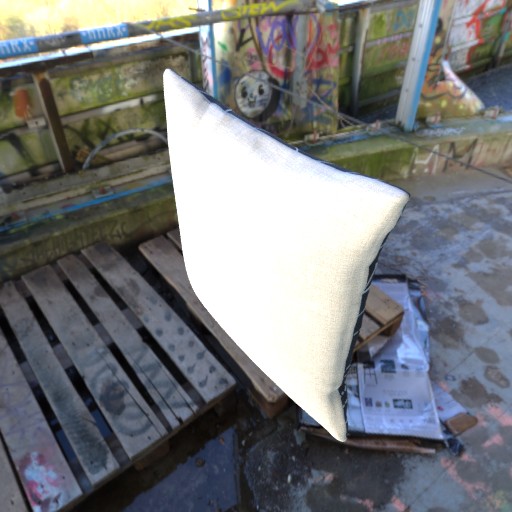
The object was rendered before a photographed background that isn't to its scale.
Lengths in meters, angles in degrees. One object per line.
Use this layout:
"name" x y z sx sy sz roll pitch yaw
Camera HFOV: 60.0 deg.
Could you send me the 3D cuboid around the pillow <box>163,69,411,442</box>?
"pillow" 0.000 0.000 0.771 0.158 0.508 0.517 -26 47 -27
